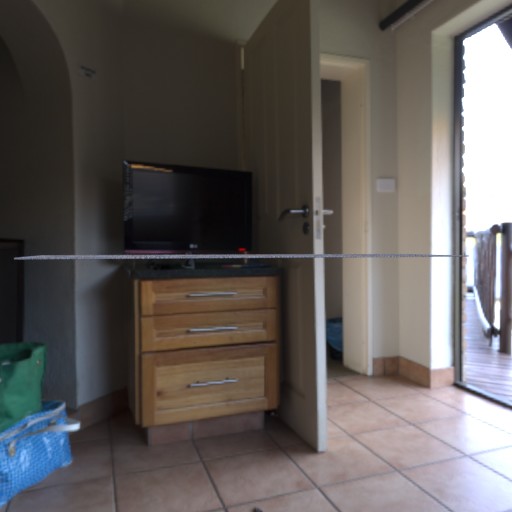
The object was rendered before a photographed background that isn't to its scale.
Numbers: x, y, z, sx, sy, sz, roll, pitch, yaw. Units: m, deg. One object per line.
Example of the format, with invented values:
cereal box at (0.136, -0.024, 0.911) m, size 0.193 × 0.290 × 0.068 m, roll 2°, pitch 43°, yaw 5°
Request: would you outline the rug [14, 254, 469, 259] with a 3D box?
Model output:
rug at (0.000, 0.000, 2.639) m, size 2.432 × 0.008 × 0.766 m, roll 0°, pitch 1°, yaw -18°
